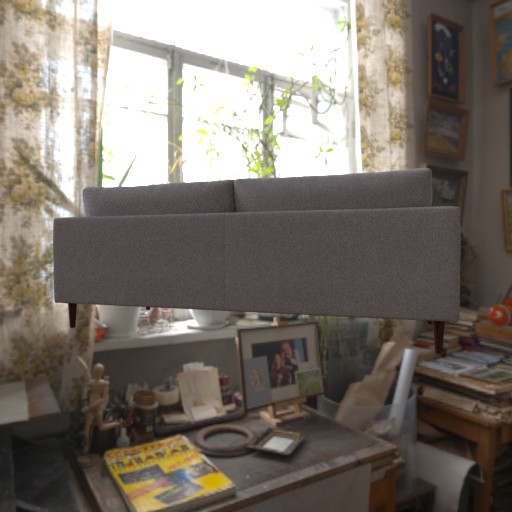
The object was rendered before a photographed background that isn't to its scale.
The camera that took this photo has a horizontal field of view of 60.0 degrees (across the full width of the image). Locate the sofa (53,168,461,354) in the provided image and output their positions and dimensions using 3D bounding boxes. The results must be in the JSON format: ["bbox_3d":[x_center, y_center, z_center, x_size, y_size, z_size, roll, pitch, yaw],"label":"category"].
[{"bbox_3d":[0.000,0.000,2.768,2.250,0.868,1.020,0,1,19],"label":"sofa"}]
